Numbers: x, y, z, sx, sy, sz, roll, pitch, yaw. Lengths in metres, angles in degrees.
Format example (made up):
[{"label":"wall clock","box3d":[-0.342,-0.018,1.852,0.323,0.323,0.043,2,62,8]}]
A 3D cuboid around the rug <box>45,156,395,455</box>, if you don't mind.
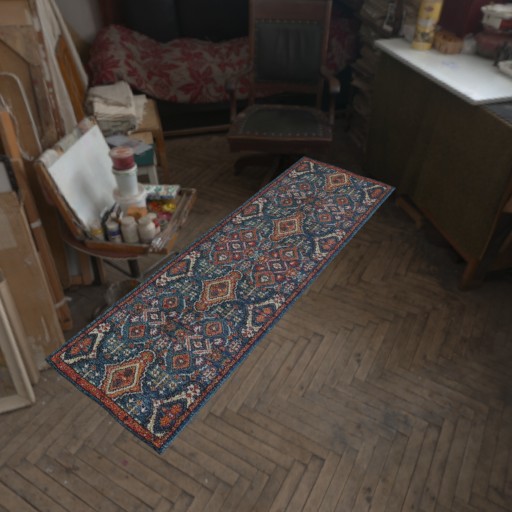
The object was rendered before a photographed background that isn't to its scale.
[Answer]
[{"label":"rug","box3d":[0.000,0.000,2.735,0.801,0.010,2.459,26,48,26]}]
